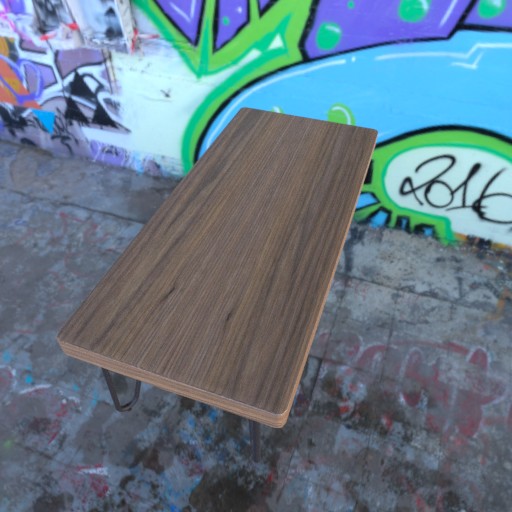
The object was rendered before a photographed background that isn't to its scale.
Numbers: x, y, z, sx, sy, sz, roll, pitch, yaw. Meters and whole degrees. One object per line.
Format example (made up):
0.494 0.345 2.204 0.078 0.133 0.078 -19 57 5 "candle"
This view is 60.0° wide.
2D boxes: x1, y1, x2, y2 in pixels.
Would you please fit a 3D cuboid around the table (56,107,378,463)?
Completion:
0.000 0.000 1.699 0.637 0.468 1.375 14 47 14 "table"
